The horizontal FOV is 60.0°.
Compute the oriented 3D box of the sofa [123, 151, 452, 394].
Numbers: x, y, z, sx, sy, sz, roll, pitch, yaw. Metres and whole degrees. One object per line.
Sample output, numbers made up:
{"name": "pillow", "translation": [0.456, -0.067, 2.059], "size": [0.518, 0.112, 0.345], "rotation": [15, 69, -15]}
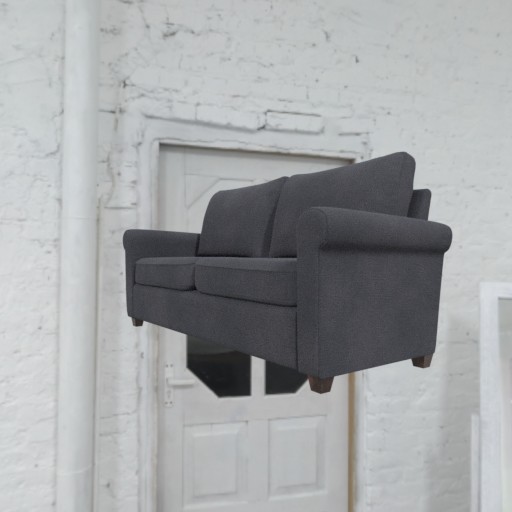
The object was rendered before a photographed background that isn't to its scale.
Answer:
{"name": "sofa", "translation": [0.000, 0.000, 2.466], "size": [0.842, 0.942, 1.935], "rotation": [0, 0, -36]}
